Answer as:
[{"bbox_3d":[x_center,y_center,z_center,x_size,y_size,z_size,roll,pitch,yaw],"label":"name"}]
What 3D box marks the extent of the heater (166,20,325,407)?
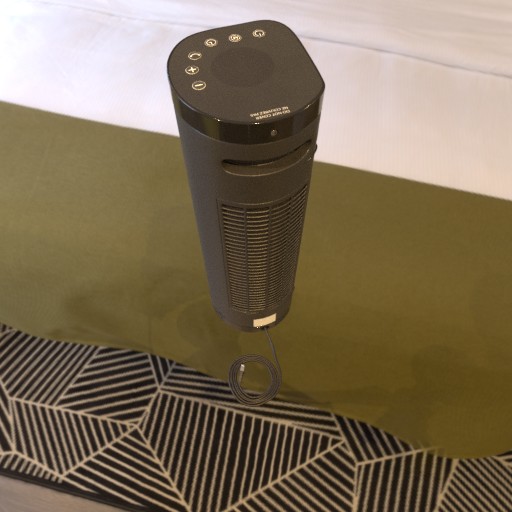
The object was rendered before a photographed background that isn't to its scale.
[{"bbox_3d":[0.000,0.000,0.681,0.174,0.552,0.312,-15,60,-9],"label":"heater"}]
